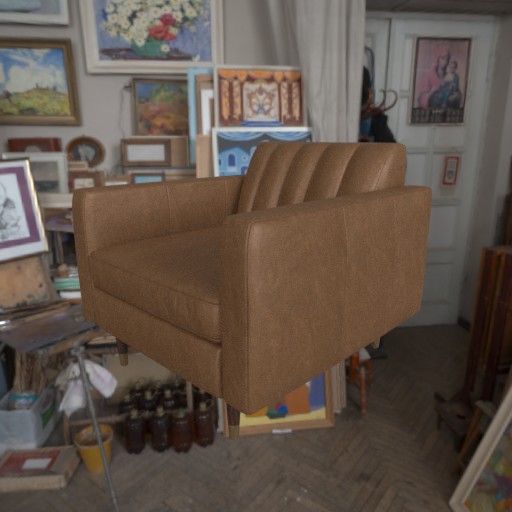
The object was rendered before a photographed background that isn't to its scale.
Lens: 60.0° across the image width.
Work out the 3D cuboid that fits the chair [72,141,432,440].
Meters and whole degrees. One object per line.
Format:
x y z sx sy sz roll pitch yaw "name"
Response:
0.000 0.000 1.659 0.953 0.819 0.998 14 21 42 "chair"
